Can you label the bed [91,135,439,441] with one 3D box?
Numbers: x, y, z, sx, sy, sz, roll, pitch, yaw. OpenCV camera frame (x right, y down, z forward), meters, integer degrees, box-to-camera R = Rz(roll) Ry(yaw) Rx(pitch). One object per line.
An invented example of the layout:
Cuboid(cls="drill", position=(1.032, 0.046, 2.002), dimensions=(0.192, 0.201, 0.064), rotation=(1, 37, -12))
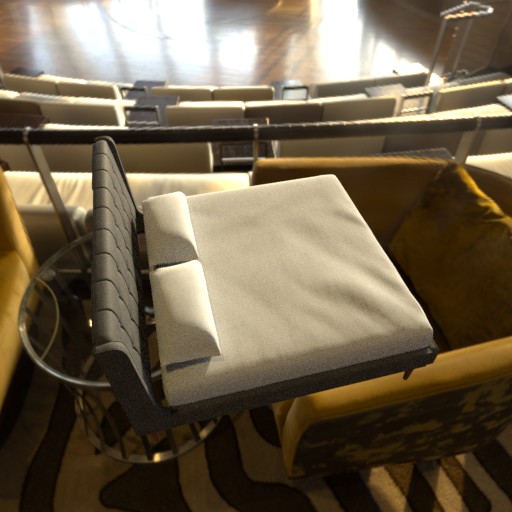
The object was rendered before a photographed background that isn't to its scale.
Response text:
Cuboid(cls="bed", position=(0.000, 0.000, 2.603), dimensions=(1.638, 0.933, 1.531), rotation=(-10, 47, -10))
